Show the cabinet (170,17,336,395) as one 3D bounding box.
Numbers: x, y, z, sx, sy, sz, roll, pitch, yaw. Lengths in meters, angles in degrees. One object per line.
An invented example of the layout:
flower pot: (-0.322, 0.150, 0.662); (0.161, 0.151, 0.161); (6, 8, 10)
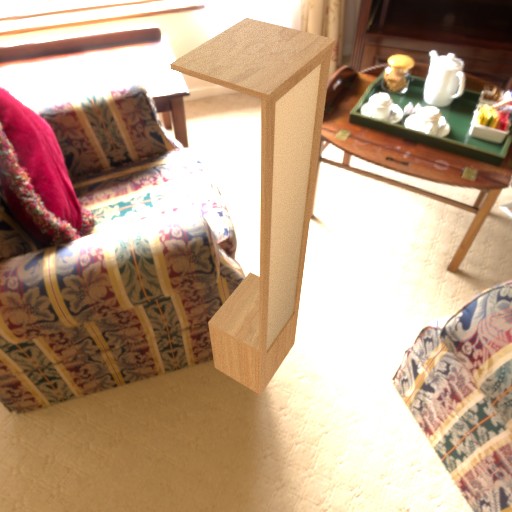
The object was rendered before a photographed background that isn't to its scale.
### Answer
cabinet: (0.000, 0.000, 2.050); (0.338, 1.879, 0.411); (25, 53, 21)
